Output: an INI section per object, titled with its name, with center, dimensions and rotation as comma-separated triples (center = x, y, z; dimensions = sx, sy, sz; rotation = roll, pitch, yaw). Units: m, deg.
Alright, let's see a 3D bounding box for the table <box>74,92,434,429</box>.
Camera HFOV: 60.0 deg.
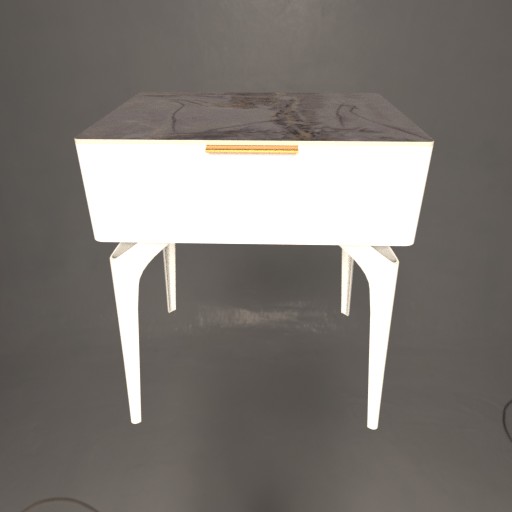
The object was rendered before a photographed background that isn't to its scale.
[table]
center = 0.000, 0.000, 0.905
dimensions = 0.500, 0.570, 0.400
rotation = 1, 30, 1
